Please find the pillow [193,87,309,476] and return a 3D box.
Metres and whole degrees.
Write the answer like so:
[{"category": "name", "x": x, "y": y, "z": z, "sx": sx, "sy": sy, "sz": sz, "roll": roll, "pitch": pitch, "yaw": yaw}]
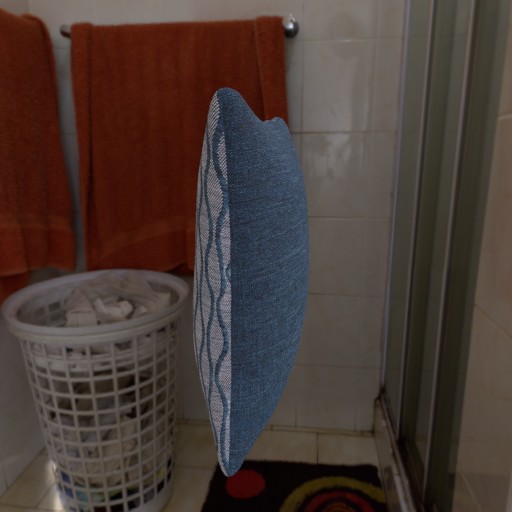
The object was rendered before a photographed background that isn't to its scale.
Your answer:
[{"category": "pillow", "x": 0.000, "y": 0.000, "z": 0.676, "sx": 0.159, "sy": 0.435, "sz": 0.435, "roll": 2, "pitch": 14, "yaw": 9}]
